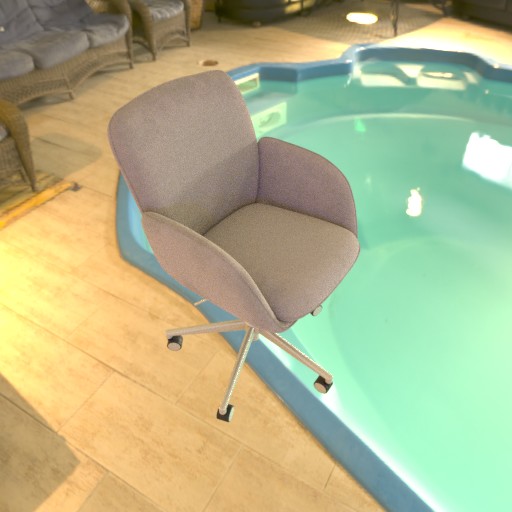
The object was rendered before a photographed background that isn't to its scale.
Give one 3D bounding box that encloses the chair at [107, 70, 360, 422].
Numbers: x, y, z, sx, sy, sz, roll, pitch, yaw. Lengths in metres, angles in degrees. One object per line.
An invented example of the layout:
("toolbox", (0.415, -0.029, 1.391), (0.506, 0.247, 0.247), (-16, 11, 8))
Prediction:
("chair", (0.000, 0.000, 1.410), (0.654, 0.959, 0.648), (26, 48, 26))
